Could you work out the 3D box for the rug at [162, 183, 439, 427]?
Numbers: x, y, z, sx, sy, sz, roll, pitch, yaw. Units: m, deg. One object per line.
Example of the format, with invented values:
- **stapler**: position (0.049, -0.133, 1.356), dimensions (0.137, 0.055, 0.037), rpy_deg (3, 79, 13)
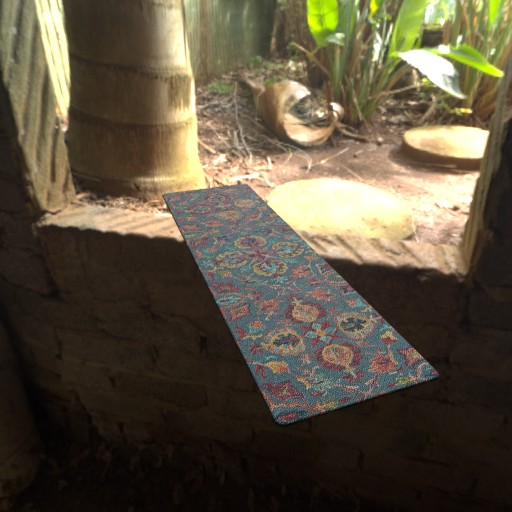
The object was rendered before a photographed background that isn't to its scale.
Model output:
- **rug**: position (0.000, 0.000, 2.534), dimensions (0.686, 0.013, 2.286), rpy_deg (-10, 31, -18)
